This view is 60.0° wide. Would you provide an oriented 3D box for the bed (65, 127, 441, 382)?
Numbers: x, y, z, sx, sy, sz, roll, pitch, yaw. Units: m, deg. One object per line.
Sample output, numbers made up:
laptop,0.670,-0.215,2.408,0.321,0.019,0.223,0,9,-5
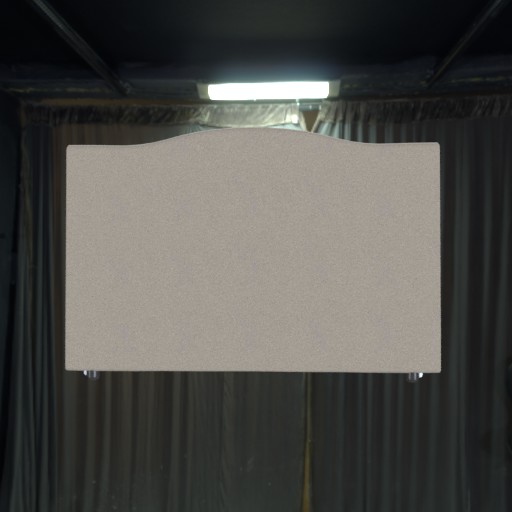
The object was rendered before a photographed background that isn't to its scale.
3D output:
bed,0.000,0.000,3.528,2.083,1.421,2.182,0,-1,2
